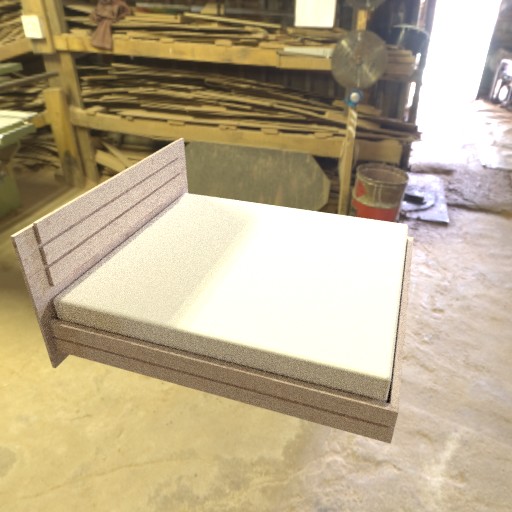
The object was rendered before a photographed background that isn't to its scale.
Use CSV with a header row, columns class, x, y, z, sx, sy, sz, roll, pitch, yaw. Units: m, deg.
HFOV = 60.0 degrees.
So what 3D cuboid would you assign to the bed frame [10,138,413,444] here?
class,x,y,z,sx,sy,sz,roll,pitch,yaw
bed frame,0.000,0.000,3.087,2.080,0.970,1.950,10,32,16
